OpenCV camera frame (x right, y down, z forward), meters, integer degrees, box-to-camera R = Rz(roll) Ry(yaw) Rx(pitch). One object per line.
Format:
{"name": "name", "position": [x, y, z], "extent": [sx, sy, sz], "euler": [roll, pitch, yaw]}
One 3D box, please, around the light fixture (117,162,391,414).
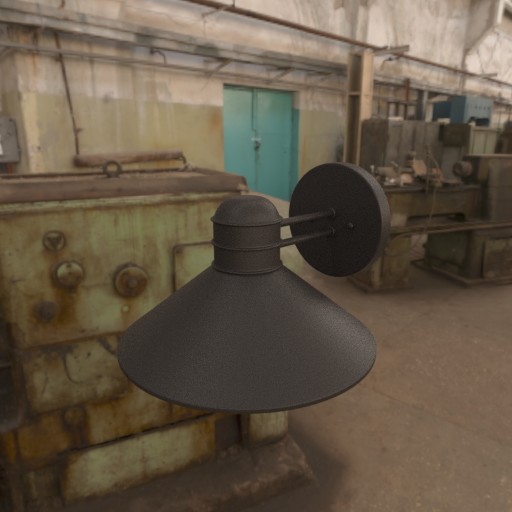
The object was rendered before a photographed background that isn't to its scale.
{"name": "light fixture", "position": [0.000, 0.000, 0.683], "extent": [0.434, 0.265, 0.396], "euler": [-15, 21, -42]}
